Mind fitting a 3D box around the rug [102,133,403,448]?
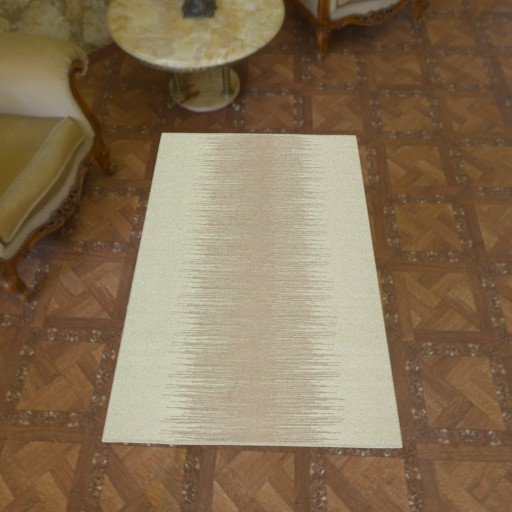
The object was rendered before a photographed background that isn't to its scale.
[{"bbox_3d":[0.000,0.000,2.315,1.234,0.006,1.850,1,57,1],"label":"rug"}]
